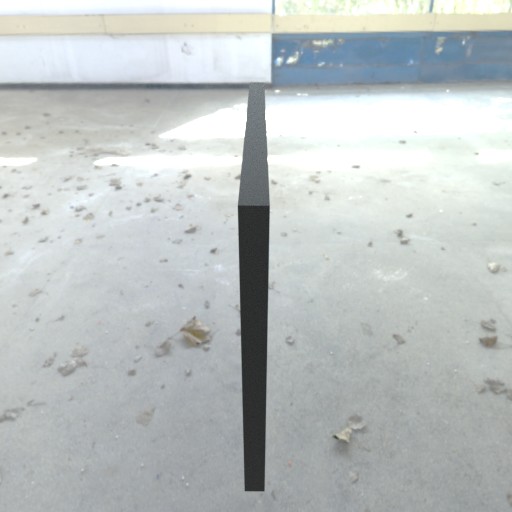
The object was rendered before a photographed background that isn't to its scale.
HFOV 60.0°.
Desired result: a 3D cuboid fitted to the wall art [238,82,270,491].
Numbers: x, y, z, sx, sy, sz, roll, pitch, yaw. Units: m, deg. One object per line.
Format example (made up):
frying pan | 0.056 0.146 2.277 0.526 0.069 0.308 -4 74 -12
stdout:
wall art | 0.000 0.000 0.758 0.029 0.457 0.558 0 32 0
